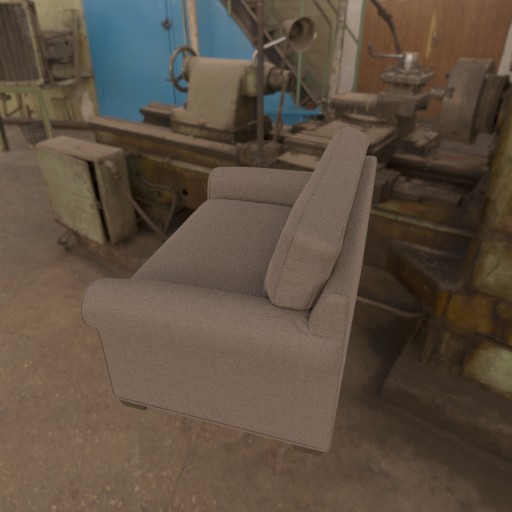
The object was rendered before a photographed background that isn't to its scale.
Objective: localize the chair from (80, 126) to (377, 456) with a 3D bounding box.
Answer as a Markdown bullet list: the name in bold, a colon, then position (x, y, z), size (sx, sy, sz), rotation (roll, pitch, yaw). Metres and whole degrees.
- **chair**: position (0.000, 0.000, 2.028), size (0.930, 0.930, 1.390), rotation (9, 32, 14)
